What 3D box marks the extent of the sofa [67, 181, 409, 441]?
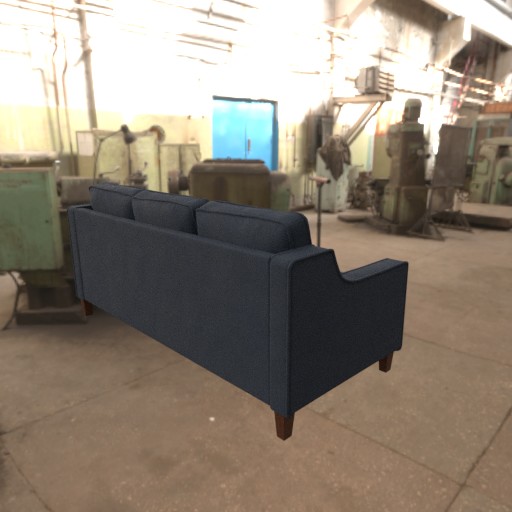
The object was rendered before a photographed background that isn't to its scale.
[{"bbox_3d":[0.000,0.000,3.313,1.858,1.066,2.317,-13,19,-42],"label":"sofa"}]
